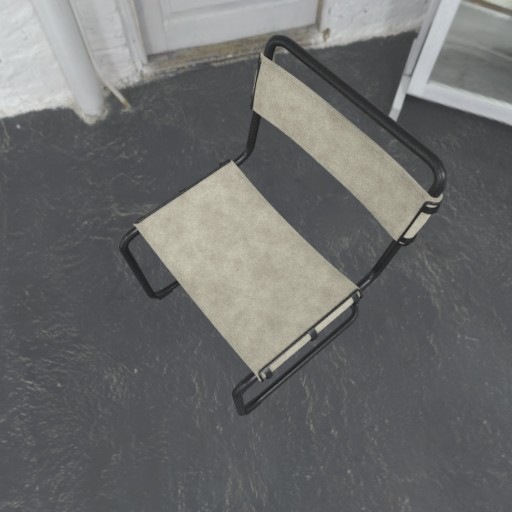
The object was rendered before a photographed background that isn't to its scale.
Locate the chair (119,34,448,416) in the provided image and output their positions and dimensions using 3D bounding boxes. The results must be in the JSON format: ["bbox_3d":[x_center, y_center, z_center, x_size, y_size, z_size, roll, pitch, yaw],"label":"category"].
[{"bbox_3d":[0.000,0.000,1.080,0.497,0.747,0.499,-36,69,-16],"label":"chair"}]
